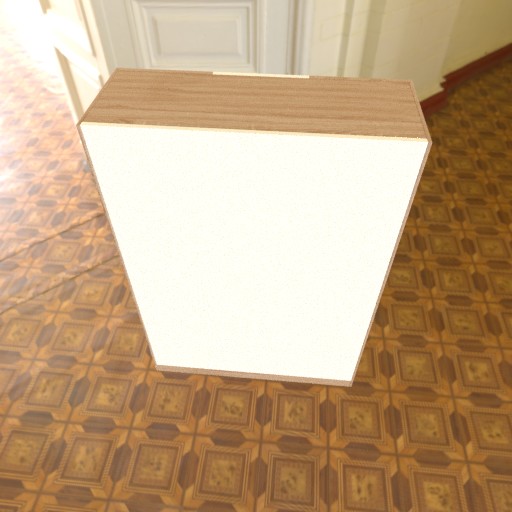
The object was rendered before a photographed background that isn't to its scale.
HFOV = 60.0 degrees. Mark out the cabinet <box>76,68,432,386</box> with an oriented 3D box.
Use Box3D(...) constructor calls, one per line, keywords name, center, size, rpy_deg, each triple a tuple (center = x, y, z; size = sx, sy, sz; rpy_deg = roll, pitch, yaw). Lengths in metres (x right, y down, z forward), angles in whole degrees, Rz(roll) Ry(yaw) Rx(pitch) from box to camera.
Box3D(name="cabinet", center=(0.000, 0.000, 2.828), size=(1.500, 2.120, 0.590), rpy_deg=(4, 47, 4))
